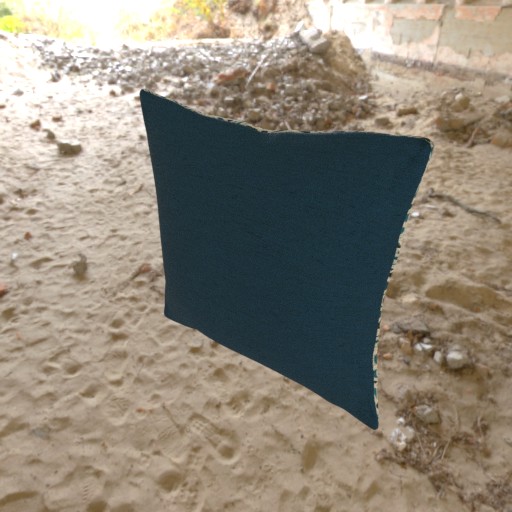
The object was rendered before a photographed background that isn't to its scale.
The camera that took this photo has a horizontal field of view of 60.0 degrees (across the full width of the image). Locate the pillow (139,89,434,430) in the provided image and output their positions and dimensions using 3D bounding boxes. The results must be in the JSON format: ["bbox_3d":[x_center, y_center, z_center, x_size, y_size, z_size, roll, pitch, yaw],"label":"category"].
[{"bbox_3d":[0.000,0.000,0.645,0.440,0.420,0.145,21,36,32],"label":"pillow"}]
